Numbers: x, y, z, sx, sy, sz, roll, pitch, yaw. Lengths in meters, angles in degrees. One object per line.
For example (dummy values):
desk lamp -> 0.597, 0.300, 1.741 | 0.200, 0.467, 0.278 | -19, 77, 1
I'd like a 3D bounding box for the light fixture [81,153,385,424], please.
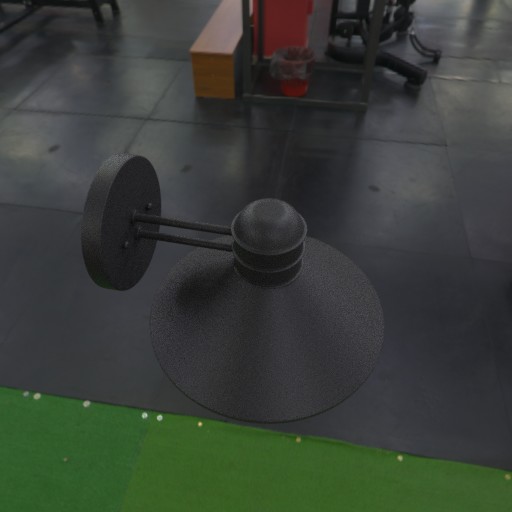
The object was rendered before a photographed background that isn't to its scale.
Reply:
light fixture -> 0.000, 0.000, 0.671 | 0.434, 0.265, 0.396 | 9, 47, 8
